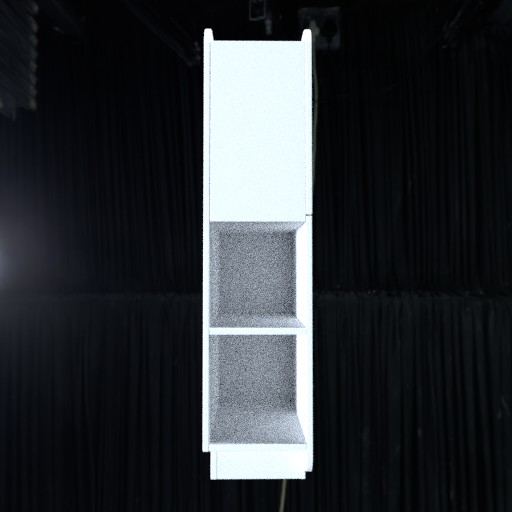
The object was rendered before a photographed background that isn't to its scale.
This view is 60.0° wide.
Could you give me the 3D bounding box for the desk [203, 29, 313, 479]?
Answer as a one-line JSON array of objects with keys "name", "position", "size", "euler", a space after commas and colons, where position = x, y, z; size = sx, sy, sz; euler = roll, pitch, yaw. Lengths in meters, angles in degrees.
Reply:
[{"name": "desk", "position": [0.000, 0.000, 1.526], "size": [0.278, 1.190, 0.795], "euler": [0, -2, -1]}]
